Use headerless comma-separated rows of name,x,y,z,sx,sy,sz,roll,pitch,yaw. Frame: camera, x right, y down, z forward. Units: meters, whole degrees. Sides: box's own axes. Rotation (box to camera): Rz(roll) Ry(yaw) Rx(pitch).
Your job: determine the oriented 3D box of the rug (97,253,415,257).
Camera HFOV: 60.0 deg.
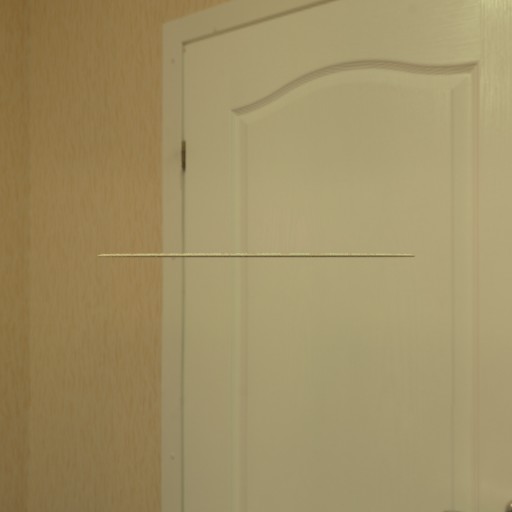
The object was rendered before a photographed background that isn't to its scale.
rug,0.000,0.000,2.361,1.593,0.012,1.593,0,0,0
